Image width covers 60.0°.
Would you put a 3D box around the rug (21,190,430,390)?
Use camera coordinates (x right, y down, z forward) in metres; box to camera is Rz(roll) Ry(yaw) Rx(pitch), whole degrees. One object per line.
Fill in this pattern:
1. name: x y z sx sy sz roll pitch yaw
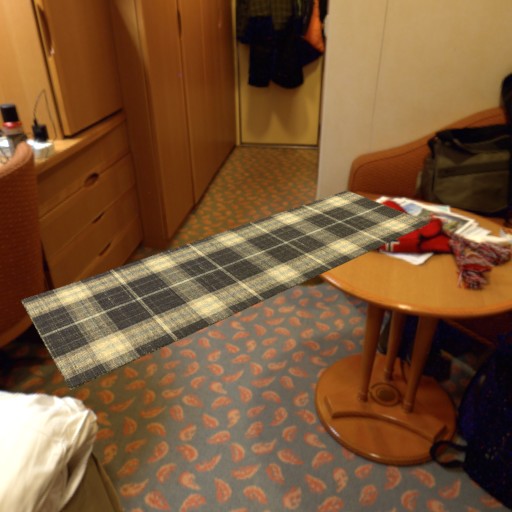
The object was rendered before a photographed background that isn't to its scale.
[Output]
1. rug: 0.000 0.000 2.638 2.434 0.012 0.760 -21 36 -32
